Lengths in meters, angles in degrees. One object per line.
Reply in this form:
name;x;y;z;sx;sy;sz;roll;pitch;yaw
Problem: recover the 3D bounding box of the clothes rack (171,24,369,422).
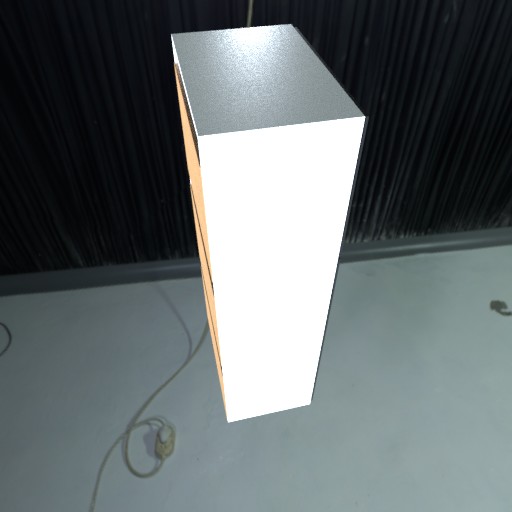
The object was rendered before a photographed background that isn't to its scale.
clothes rack;0.000;0.000;1.404;0.330;1.187;0.500;-9;47;-9
